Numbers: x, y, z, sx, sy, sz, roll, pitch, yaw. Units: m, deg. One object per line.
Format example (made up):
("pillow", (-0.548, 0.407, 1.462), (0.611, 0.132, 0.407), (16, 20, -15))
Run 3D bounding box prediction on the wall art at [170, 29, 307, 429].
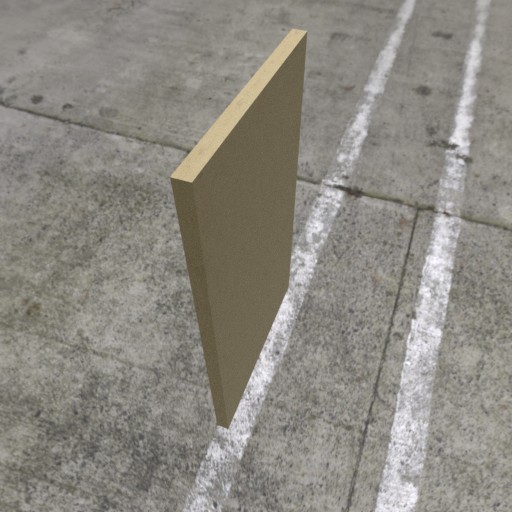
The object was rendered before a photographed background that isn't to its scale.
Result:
("wall art", (0.000, 0.000, 1.018), (0.039, 0.810, 0.510), (16, 50, 14))
